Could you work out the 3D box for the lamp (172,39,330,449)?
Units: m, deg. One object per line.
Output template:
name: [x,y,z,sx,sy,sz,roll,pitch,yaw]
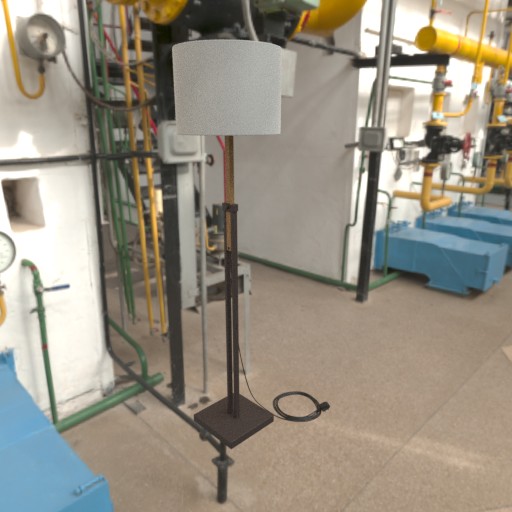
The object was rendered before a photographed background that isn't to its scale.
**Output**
lamp: [0.000,0.000,1.950,0.639,1.650,0.474,-16,23,-42]
